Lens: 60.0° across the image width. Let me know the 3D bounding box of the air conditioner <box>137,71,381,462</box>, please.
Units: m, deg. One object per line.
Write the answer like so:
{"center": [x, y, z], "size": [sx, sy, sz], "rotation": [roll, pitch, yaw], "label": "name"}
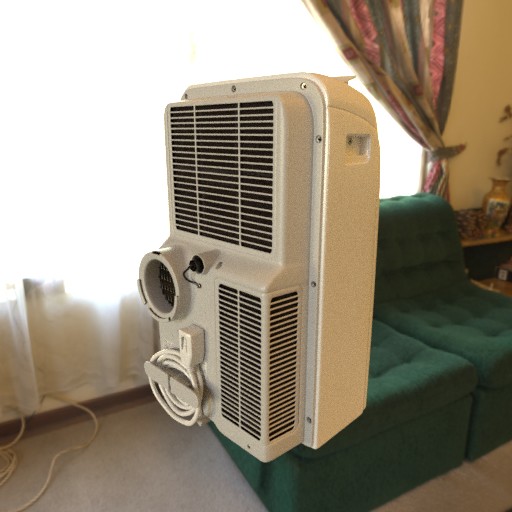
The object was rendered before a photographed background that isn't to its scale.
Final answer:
{"center": [0.000, 0.000, 1.028], "size": [0.414, 0.786, 0.449], "rotation": [-15, 22, -43], "label": "air conditioner"}
